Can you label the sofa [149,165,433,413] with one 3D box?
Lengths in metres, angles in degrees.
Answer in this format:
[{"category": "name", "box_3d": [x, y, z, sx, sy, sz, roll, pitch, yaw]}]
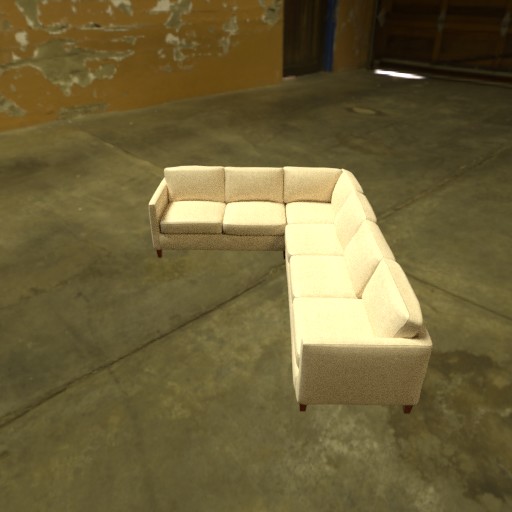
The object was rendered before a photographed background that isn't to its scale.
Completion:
[{"category": "sofa", "box_3d": [0.000, 0.000, 4.588, 2.593, 0.947, 3.302, 1, 30, 1]}]
